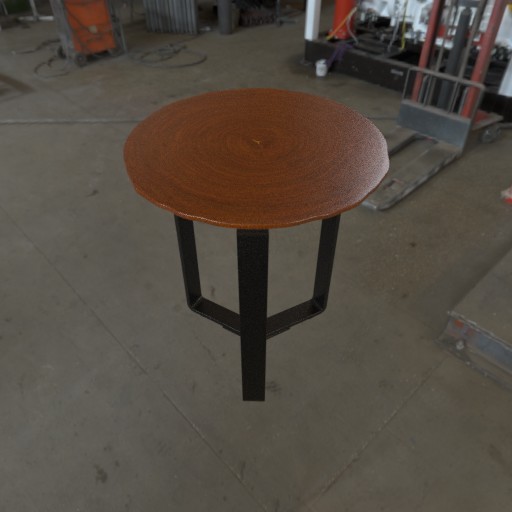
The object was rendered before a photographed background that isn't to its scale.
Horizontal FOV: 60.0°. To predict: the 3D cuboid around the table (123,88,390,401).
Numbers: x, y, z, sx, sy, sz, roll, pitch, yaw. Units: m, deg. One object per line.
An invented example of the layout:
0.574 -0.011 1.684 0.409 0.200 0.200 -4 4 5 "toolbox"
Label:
0.000 0.000 0.796 0.380 0.450 0.410 1 41 1 "table"
